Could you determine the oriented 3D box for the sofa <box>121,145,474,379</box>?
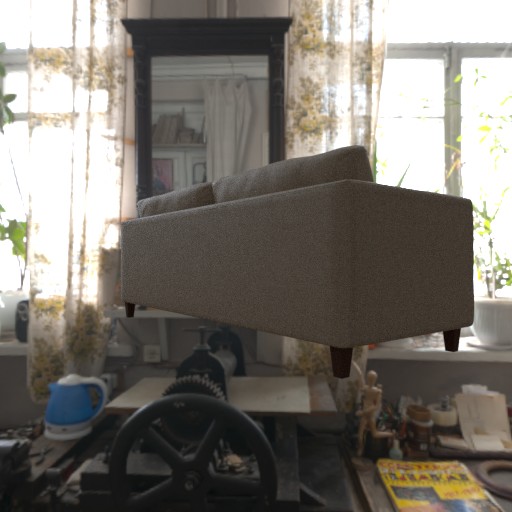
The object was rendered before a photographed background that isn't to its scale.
[{"bbox_3d":[0.000,0.000,2.879,0.951,0.965,2.434,0,0,-37],"label":"sofa"}]
